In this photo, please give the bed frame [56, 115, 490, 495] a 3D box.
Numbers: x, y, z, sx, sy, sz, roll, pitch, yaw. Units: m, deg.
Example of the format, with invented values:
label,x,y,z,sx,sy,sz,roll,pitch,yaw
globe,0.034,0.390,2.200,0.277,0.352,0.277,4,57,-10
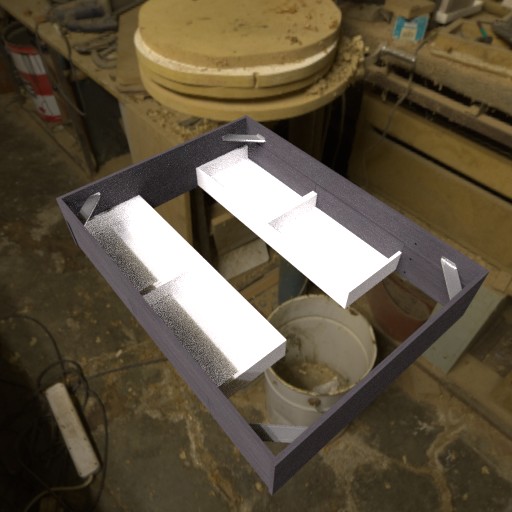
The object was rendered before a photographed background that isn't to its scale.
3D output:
label,x,y,z,sx,sy,sz,roll,pitch,yaw
bed frame,0.000,0.000,2.569,1.448,0.459,1.944,-32,55,-26
